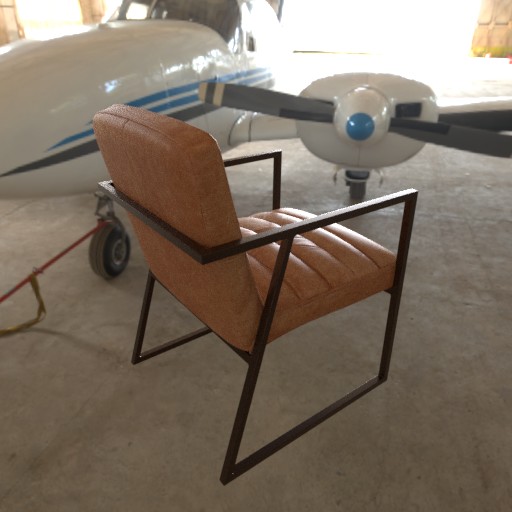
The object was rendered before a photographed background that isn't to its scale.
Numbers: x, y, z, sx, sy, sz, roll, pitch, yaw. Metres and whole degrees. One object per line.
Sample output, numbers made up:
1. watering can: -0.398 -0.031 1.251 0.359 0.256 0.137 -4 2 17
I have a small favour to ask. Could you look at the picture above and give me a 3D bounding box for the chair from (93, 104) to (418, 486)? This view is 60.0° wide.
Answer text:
1. chair: 0.000 0.000 1.255 0.677 0.832 0.571 -18 32 -32
